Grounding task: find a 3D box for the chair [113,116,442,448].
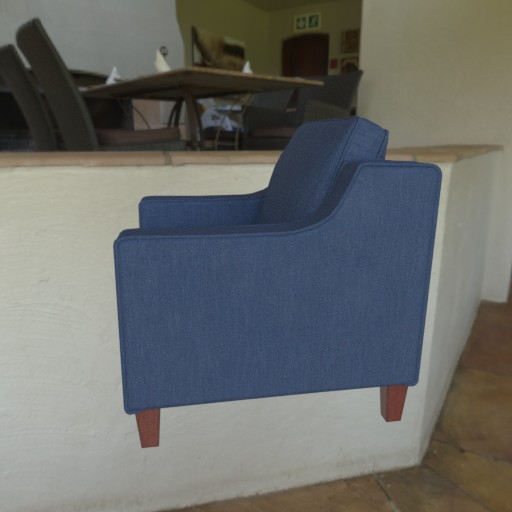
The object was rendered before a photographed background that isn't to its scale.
[{"bbox_3d":[0.000,0.000,1.624,0.909,0.960,0.831,-2,15,-9],"label":"chair"}]
